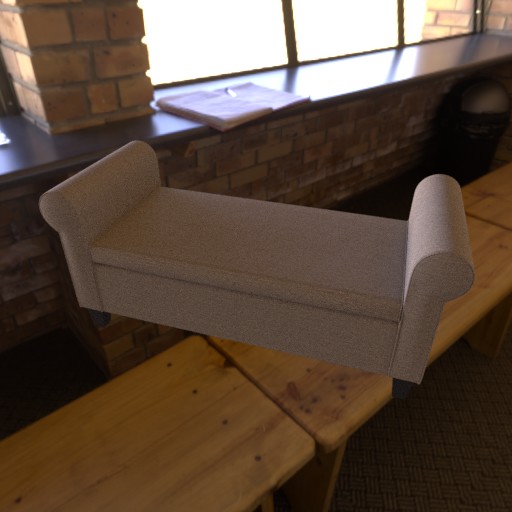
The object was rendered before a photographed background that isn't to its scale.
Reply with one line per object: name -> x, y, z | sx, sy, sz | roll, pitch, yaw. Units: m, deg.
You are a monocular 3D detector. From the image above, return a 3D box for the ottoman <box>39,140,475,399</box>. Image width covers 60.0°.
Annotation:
ottoman -> 0.000, 0.000, 1.531 | 1.256, 0.547, 0.521 | 10, 34, 15
